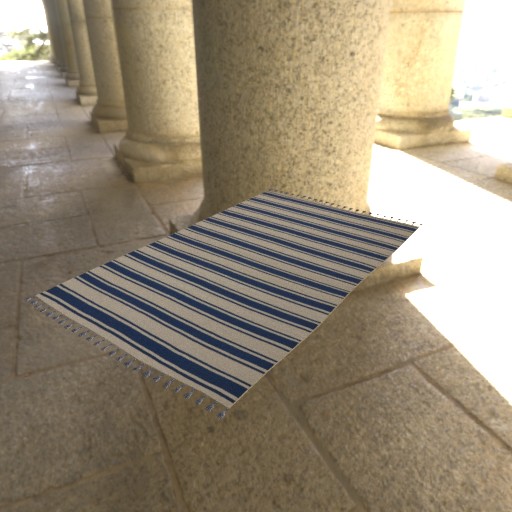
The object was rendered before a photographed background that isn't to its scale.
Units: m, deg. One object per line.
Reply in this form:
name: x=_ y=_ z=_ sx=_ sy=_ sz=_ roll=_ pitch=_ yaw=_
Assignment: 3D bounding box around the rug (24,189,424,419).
rug: x=0.000 y=0.000 z=2.550 sx=1.248 sy=0.009 sz=2.108 roll=19 pitch=32 yaw=32
